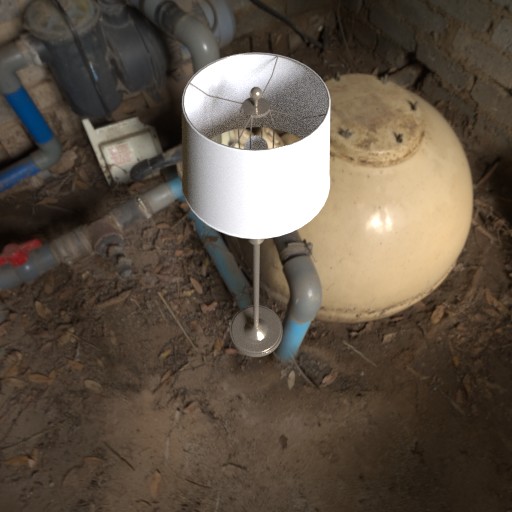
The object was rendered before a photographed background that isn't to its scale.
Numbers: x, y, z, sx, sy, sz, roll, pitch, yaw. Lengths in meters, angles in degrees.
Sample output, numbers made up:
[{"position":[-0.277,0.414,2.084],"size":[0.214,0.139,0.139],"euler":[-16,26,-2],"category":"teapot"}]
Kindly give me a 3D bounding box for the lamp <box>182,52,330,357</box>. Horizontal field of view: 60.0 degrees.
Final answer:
[{"position":[0.000,0.000,1.665],"size":[0.431,1.488,0.431],"euler":[0,58,0],"category":"lamp"}]
